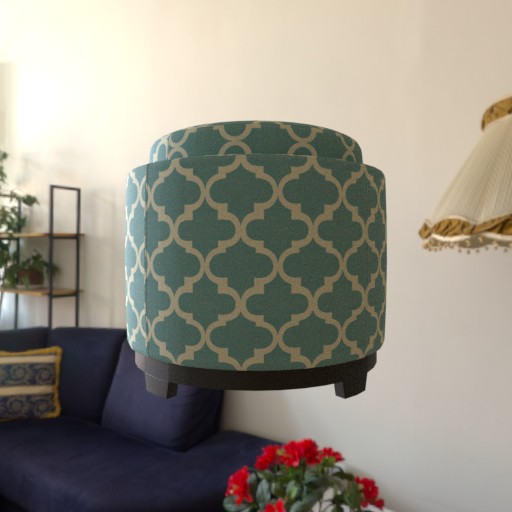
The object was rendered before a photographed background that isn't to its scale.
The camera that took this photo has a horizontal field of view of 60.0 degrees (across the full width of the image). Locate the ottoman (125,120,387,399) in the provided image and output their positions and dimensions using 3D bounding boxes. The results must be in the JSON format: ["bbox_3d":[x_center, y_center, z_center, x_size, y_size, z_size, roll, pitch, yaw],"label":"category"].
[{"bbox_3d":[0.000,0.000,0.847,0.480,0.429,0.480,0,1,0],"label":"ottoman"}]
